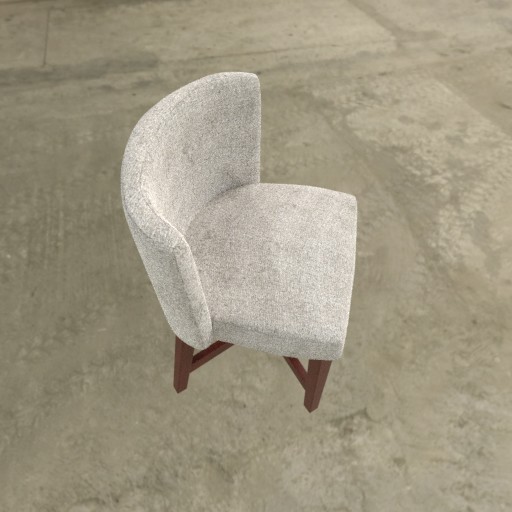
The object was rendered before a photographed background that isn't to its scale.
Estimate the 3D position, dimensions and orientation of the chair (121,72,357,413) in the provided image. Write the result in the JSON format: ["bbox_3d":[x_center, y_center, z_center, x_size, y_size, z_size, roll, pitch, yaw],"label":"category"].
[{"bbox_3d":[0.000,0.000,1.308,0.575,0.827,0.728,9,48,8],"label":"chair"}]
